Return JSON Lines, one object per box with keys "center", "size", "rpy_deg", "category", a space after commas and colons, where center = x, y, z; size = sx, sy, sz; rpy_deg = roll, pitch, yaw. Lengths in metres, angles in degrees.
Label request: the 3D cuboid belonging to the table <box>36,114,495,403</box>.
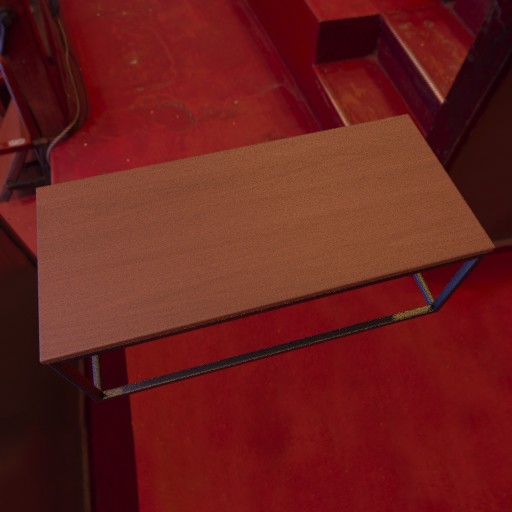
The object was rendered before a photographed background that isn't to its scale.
{"center": [0.000, 0.000, 1.322], "size": [1.100, 0.400, 0.500], "rpy_deg": [-13, 60, -8], "category": "table"}
